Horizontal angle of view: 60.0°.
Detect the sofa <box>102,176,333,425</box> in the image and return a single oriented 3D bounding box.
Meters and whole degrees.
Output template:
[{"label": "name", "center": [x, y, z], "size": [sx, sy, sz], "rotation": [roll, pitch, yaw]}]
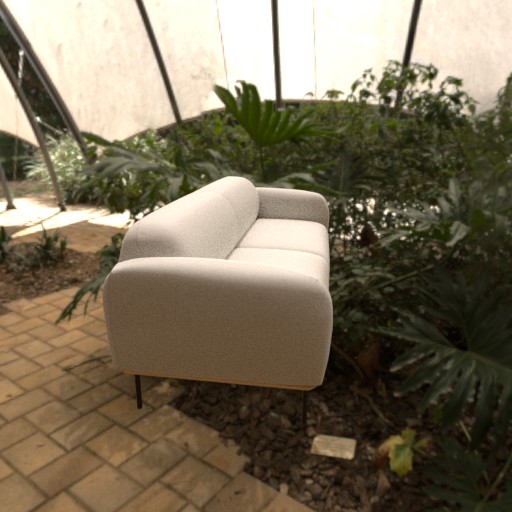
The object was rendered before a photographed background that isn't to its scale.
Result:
[{"label": "sofa", "center": [0.000, 0.000, 2.658], "size": [0.880, 0.780, 2.257], "rotation": [2, 16, 8]}]
